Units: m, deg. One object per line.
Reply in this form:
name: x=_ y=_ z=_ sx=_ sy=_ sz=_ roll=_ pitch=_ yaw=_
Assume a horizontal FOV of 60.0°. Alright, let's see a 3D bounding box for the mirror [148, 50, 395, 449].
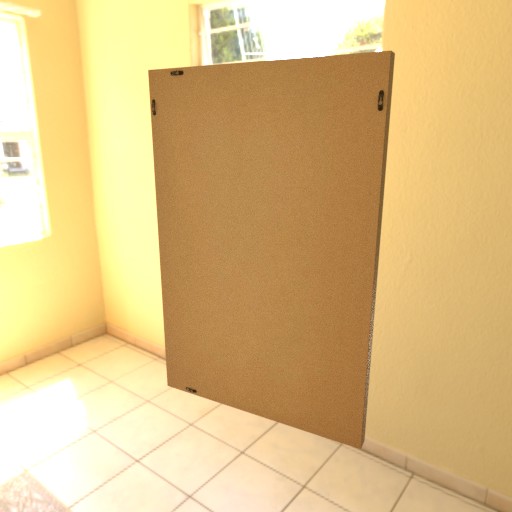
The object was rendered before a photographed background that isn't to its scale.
mirror: x=0.000 y=0.000 z=1.132 sx=0.609 sy=0.915 sz=0.040 roll=8 pitch=18 yaw=27
